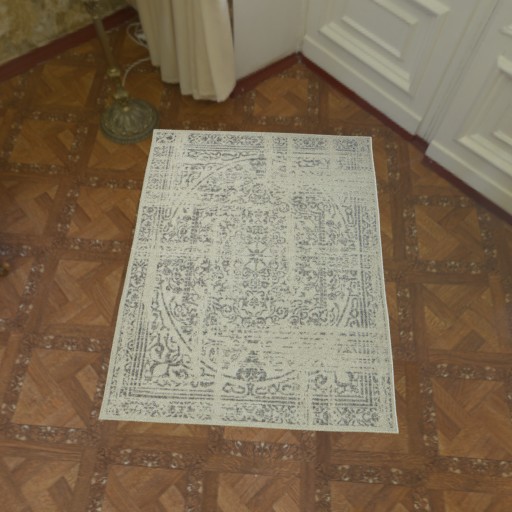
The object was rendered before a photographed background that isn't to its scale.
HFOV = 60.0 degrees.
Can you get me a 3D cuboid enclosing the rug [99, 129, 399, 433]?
[{"bbox_3d":[0.000,0.000,4.031,2.311,0.032,2.921,2,64,1],"label":"rug"}]
